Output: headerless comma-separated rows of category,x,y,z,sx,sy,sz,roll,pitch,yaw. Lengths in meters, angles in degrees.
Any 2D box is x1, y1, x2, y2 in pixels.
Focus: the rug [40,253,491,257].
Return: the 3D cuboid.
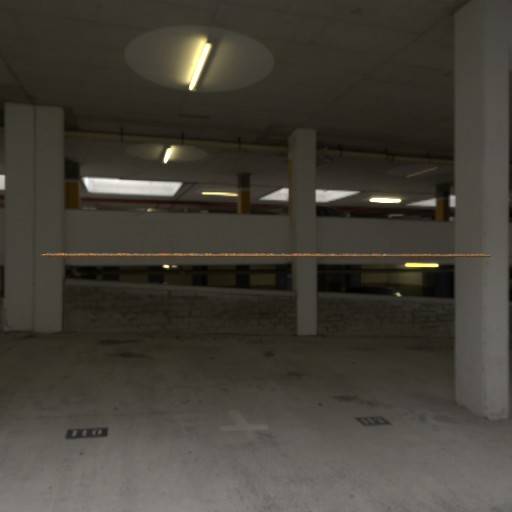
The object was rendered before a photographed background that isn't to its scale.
rug,0.000,0.000,2.191,1.758,0.013,1.148,0,0,-17
